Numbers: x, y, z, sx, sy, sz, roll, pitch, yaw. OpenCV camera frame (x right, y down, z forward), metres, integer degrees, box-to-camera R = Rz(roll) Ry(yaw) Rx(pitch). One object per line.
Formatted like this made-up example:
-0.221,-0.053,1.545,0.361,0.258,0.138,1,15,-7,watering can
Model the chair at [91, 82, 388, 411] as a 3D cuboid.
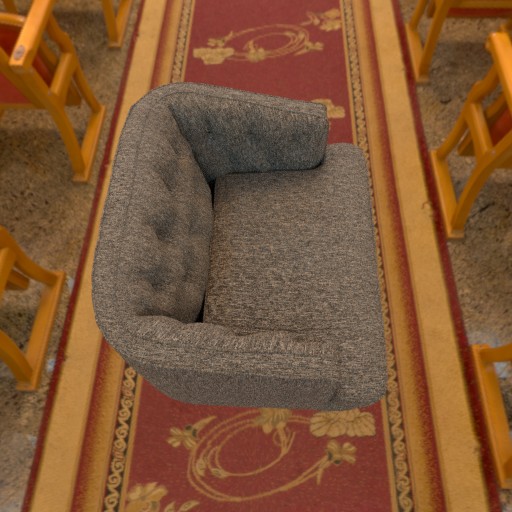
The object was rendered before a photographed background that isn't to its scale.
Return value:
0.000,0.000,1.741,0.941,0.852,1.104,2,64,1,chair
